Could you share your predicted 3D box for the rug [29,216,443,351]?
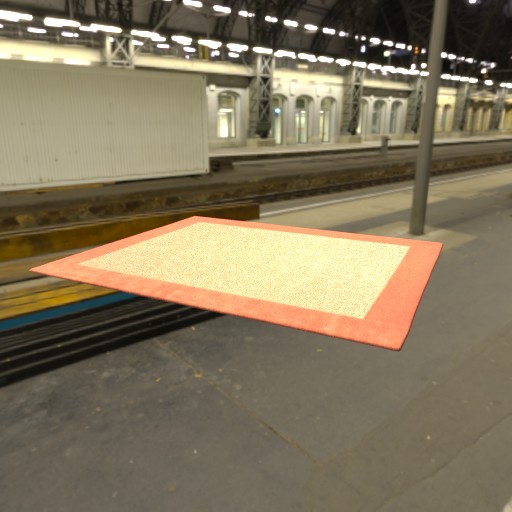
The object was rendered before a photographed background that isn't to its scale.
[{"bbox_3d":[0.000,0.000,4.035,2.976,0.018,2.430,8,19,25],"label":"rug"}]
